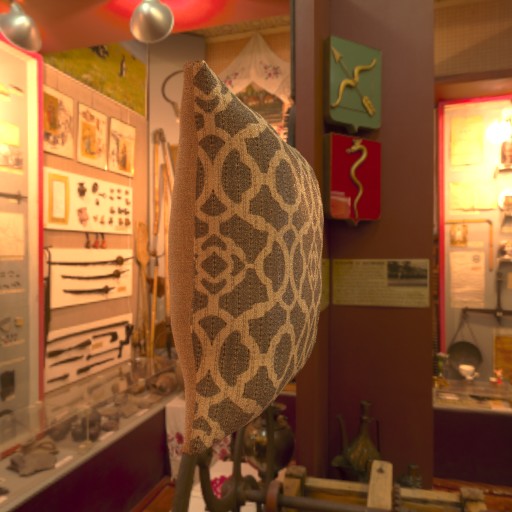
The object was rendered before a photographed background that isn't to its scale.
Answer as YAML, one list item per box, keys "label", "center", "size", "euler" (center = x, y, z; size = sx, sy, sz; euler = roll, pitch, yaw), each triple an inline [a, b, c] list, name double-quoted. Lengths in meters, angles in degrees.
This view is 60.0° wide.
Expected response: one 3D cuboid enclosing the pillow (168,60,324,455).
- label: "pillow"
  center: [0.000, 0.000, 0.788]
  size: [0.215, 0.498, 0.508]
  euler: [0, 0, 19]
